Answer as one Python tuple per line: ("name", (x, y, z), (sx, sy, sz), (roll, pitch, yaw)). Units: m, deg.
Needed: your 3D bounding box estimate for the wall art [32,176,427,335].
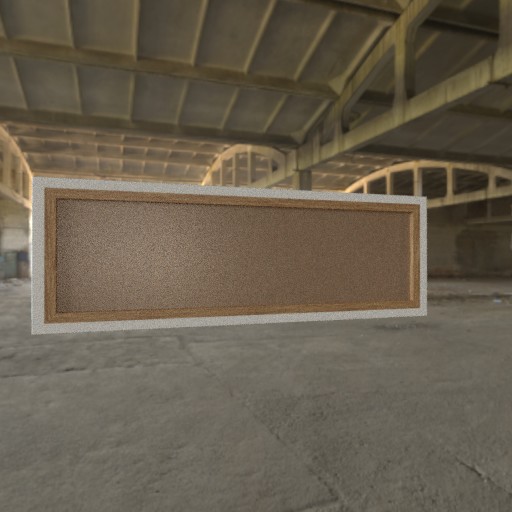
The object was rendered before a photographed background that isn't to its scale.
("wall art", (0.000, 0.000, 1.671), (1.520, 0.507, 0.044), (0, 0, -18))
